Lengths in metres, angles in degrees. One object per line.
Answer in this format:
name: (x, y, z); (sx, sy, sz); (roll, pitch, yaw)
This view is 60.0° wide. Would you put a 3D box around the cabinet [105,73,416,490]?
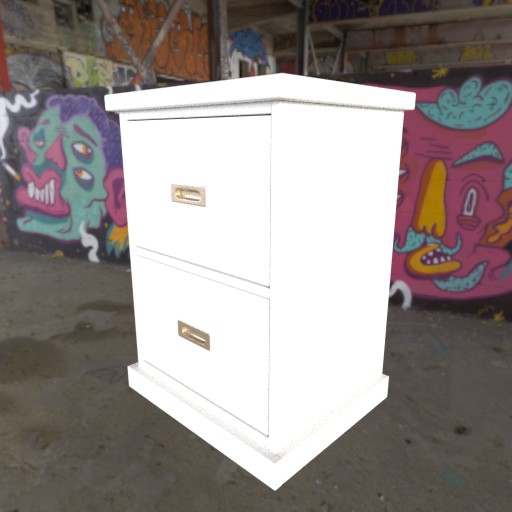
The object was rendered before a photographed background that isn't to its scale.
cabinet: (0.000, 0.000, 1.049); (0.520, 0.723, 0.431); (14, 21, 42)
